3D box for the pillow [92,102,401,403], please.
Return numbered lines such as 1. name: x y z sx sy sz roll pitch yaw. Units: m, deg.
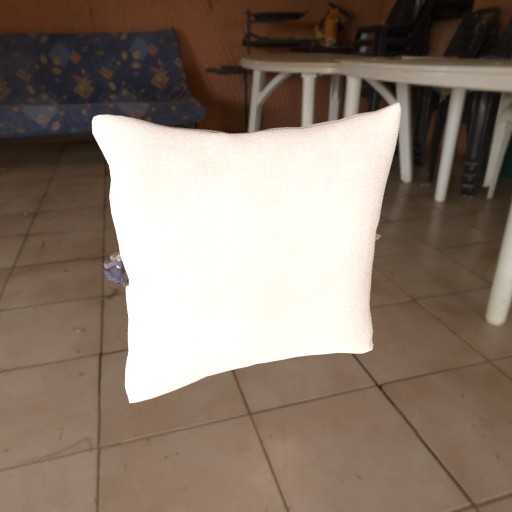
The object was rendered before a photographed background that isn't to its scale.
1. pillow: 0.000 0.000 0.749 0.489 0.481 0.165 -8 26 -16
